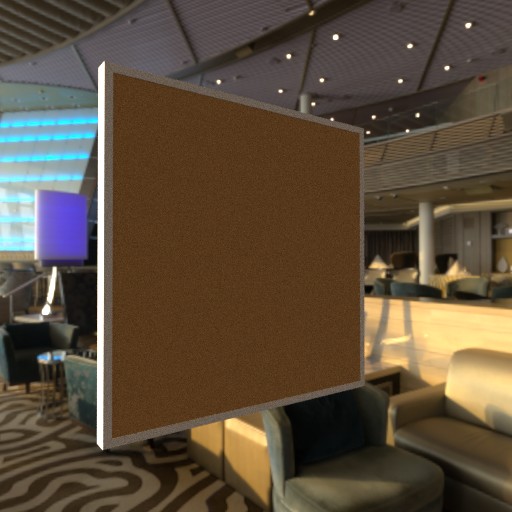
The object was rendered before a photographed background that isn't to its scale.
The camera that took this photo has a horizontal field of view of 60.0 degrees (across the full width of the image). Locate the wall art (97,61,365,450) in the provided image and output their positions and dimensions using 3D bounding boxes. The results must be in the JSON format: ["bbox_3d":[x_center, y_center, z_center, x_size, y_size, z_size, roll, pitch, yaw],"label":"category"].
[{"bbox_3d":[0.000,0.000,1.105,0.762,0.762,0.038,0,-1,-36],"label":"wall art"}]
